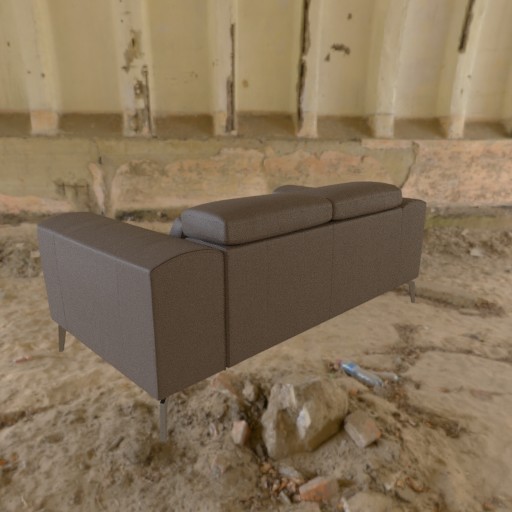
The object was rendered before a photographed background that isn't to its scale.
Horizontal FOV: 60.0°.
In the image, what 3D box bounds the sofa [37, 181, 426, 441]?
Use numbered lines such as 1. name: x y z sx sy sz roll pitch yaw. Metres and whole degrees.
1. sofa: 0.000 0.000 2.381 1.895 0.779 1.003 -15 22 -42
